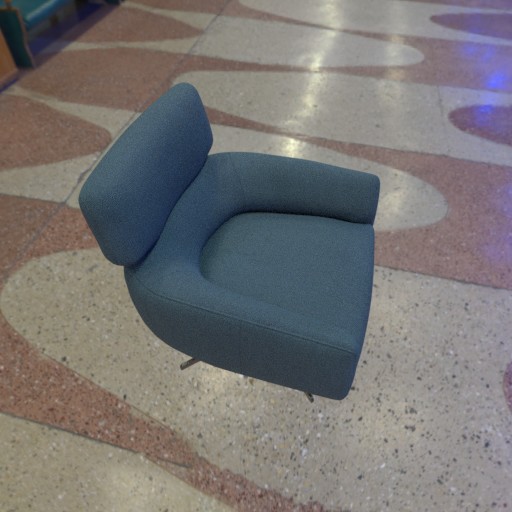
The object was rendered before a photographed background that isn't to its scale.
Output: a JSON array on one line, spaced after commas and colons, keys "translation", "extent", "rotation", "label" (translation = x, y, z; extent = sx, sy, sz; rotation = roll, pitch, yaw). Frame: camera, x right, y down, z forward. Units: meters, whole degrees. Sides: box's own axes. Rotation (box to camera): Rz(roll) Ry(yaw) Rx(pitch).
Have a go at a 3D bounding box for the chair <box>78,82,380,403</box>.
[{"translation": [0.000, 0.000, 1.409], "extent": [0.761, 0.813, 0.738], "rotation": [11, 47, 11], "label": "chair"}]
